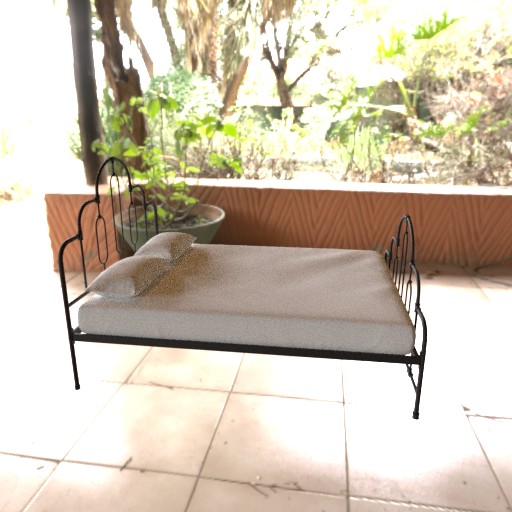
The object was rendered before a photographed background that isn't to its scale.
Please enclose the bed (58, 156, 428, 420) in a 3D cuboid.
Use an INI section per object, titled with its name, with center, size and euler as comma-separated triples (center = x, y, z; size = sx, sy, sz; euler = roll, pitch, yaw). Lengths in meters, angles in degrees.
[bed]
center = 0.000, 0.000, 3.304
size = 2.163, 1.429, 1.640
euler = 2, 17, 8
